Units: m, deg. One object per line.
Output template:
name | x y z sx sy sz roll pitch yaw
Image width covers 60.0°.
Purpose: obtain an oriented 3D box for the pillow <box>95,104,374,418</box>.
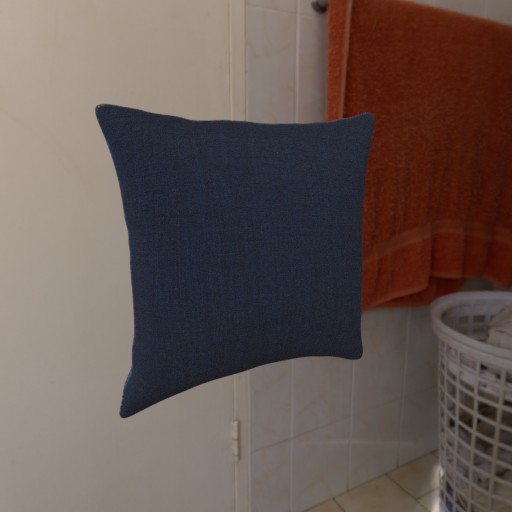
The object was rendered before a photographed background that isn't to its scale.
pillow | 0.000 0.000 0.670 0.431 0.431 0.141 -7 15 -26
